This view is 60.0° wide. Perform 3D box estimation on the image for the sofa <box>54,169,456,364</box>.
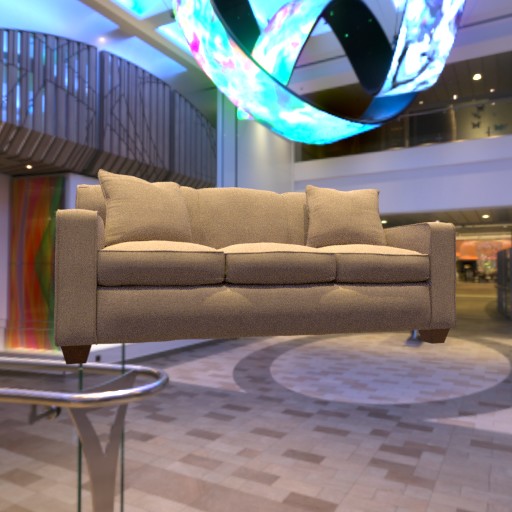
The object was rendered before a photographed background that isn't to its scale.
[{"bbox_3d":[0.000,0.000,2.554,2.024,0.958,0.997,1,-2,-17],"label":"sofa"}]
